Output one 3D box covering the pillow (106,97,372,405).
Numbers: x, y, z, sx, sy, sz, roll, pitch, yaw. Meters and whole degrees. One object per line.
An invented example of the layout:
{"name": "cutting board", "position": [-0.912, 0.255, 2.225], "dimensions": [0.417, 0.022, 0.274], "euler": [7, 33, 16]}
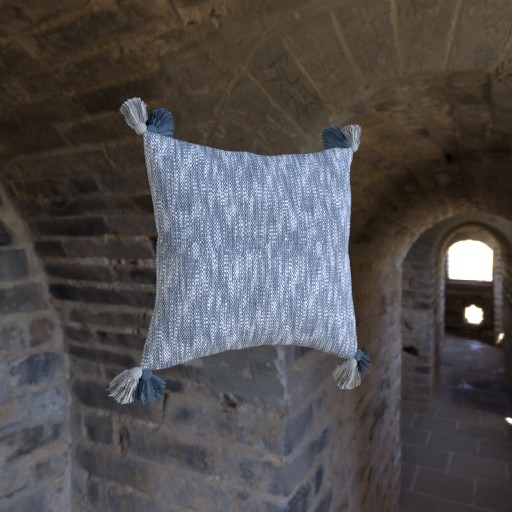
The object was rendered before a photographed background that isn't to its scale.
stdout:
{"name": "pillow", "position": [0.000, 0.000, 0.949], "dimensions": [0.614, 0.634, 0.138], "euler": [0, 1, -18]}
